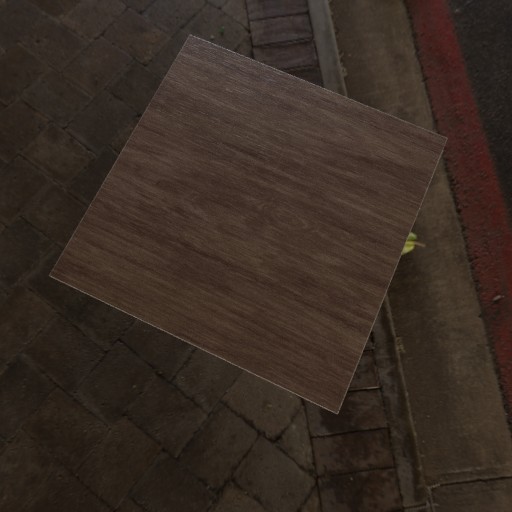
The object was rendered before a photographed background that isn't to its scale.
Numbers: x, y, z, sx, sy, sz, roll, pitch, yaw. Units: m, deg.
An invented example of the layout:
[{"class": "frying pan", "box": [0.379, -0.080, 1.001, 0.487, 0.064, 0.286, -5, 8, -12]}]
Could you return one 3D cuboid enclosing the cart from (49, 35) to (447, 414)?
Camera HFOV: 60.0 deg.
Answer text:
[{"class": "cart", "box": [0.000, 0.000, 1.139, 0.521, 0.762, 0.520, 24, 78, 6]}]
